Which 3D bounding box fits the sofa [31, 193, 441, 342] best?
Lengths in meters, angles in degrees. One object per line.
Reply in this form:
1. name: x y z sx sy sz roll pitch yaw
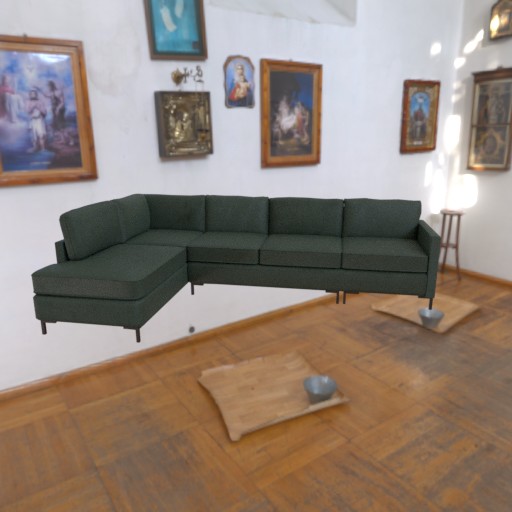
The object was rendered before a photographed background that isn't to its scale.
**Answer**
1. sofa: 0.000 0.000 4.268 3.384 0.996 2.048 3 15 10
